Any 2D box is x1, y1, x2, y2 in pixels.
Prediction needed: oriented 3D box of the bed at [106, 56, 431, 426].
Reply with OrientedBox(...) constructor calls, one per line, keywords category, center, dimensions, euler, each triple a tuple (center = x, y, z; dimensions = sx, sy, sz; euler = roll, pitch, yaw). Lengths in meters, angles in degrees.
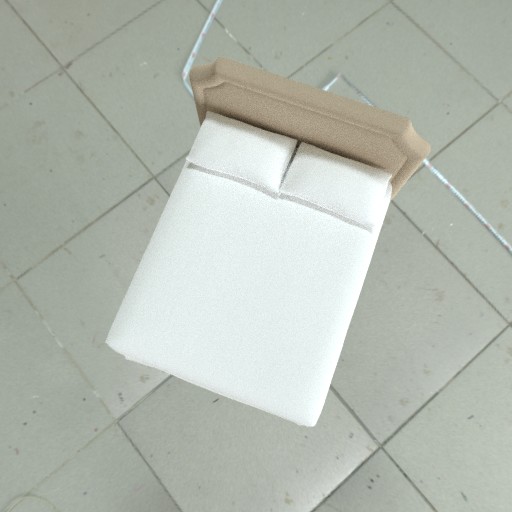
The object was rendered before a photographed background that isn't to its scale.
OrientedBox(category="bed", center=(0.000, 0.000, 3.357), dimensions=(1.828, 1.301, 2.204), euler=(20, 77, 5))
